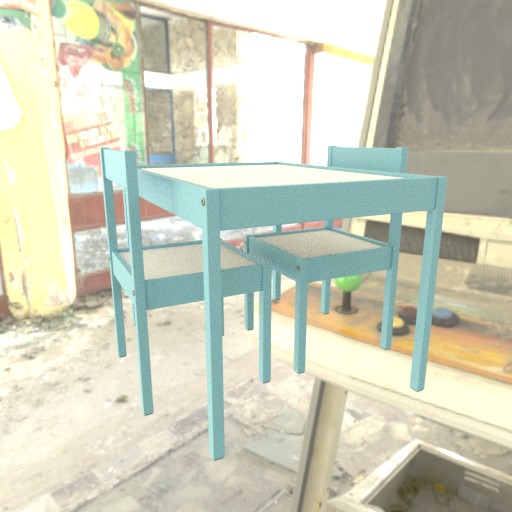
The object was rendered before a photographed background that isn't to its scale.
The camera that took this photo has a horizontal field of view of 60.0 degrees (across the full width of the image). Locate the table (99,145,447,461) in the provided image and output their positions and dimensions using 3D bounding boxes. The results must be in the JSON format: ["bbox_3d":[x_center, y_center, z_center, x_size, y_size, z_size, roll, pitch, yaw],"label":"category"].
[{"bbox_3d":[0.000,0.000,1.055,0.633,0.503,0.639,-7,17,-26],"label":"table"}]
